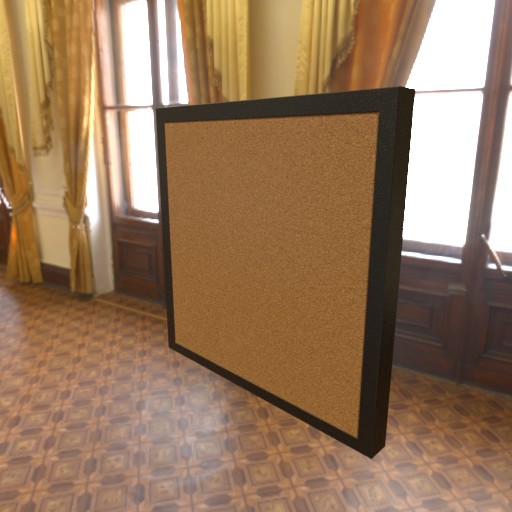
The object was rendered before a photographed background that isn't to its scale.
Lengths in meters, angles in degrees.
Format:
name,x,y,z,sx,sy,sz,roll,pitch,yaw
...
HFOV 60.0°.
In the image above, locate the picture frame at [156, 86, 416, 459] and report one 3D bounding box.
name,x,y,z,sx,sy,sz,roll,pitch,yaw
picture frame,0.000,0.000,0.532,0.355,0.353,0.029,14,20,43
